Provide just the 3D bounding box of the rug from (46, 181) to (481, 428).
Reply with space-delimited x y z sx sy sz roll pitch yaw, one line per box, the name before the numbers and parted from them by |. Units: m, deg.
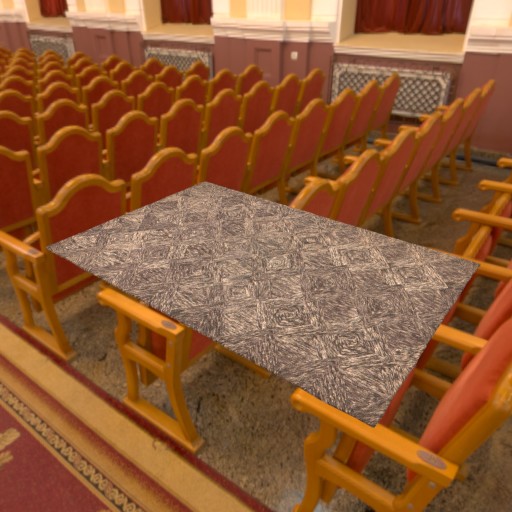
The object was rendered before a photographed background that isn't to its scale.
rug | 0.000 0.000 2.195 1.808 0.011 1.189 21 36 32
